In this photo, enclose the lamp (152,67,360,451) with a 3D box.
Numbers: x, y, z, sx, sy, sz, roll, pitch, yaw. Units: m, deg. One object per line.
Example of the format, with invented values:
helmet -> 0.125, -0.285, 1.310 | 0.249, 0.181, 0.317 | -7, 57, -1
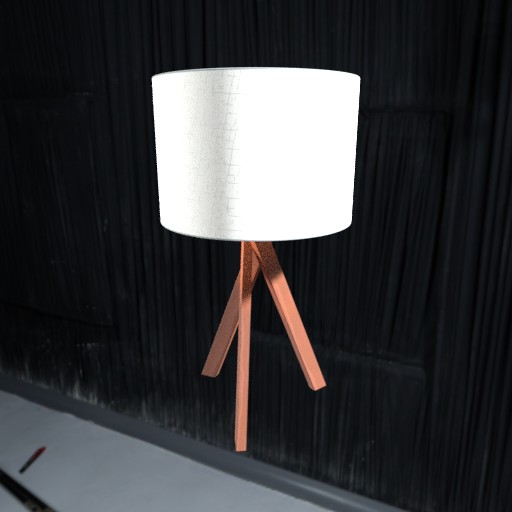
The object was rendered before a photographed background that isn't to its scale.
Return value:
lamp -> 0.000, 0.000, 0.926 | 0.380, 0.686, 0.380 | 8, 18, 25
